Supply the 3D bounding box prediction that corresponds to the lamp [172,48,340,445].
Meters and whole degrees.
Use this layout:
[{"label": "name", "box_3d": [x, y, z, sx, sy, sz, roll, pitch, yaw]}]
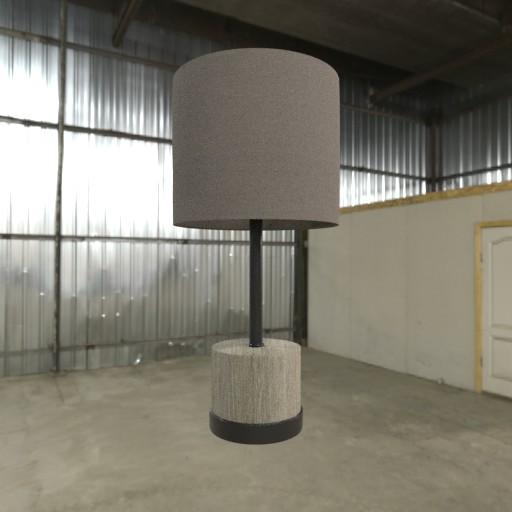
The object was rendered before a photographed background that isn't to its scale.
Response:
[{"label": "lamp", "box_3d": [0.000, 0.000, 0.614, 0.229, 0.470, 0.229, 0, 0, -1]}]
